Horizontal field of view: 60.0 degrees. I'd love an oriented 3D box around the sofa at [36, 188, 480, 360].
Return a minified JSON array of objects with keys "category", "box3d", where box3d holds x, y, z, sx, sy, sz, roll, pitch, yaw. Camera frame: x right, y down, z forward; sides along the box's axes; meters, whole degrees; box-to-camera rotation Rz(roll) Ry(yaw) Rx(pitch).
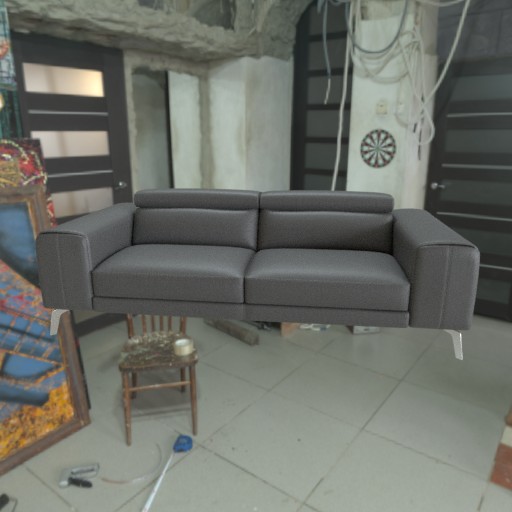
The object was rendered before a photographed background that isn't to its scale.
[{"category":"sofa","box3d":[0.000,0.000,2.782,2.321,0.759,1.023,2,16,7]}]
